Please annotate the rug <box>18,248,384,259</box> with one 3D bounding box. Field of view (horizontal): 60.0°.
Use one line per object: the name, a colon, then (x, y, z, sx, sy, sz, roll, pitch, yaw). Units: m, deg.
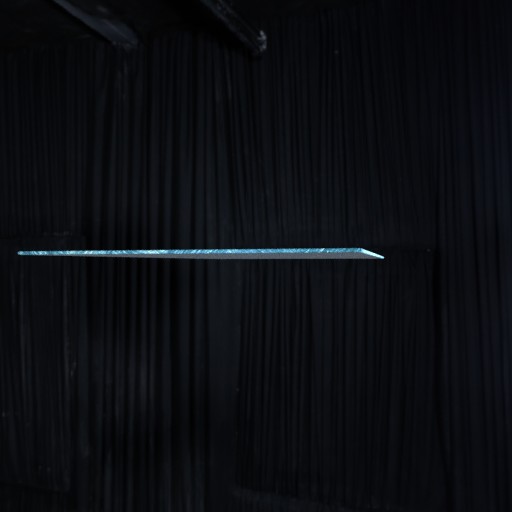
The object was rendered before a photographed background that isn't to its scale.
rug: (0.000, 0.000, 2.819, 1.490, 0.015, 2.277, 0, -1, 18)
